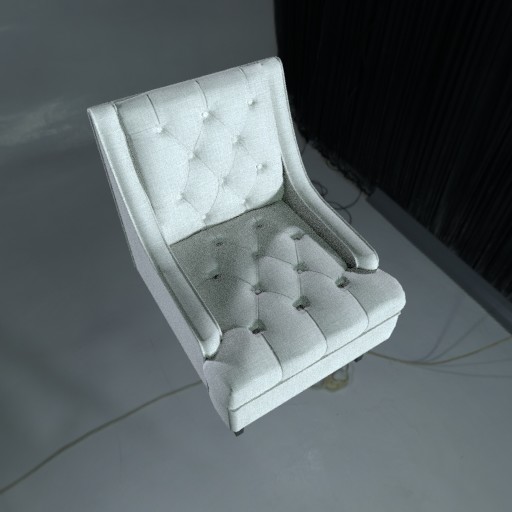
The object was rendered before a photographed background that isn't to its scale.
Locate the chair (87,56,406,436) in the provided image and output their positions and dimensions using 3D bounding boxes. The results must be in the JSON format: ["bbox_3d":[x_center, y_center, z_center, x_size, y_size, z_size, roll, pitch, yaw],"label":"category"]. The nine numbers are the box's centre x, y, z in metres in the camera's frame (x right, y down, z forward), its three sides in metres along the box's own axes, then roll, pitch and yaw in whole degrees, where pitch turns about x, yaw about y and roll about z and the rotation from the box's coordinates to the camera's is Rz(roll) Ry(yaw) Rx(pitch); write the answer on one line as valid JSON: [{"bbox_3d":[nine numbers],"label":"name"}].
[{"bbox_3d":[0.000,0.000,1.435,0.658,0.891,0.772,-25,52,-21],"label":"chair"}]
